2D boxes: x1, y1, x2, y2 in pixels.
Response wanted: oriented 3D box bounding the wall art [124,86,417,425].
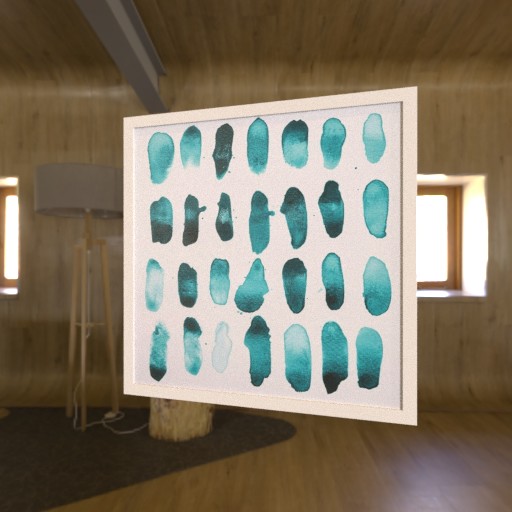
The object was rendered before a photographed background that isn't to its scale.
[{"bbox_3d":[0.000,0.000,0.817,0.558,0.559,0.009,0,0,17],"label":"wall art"}]
